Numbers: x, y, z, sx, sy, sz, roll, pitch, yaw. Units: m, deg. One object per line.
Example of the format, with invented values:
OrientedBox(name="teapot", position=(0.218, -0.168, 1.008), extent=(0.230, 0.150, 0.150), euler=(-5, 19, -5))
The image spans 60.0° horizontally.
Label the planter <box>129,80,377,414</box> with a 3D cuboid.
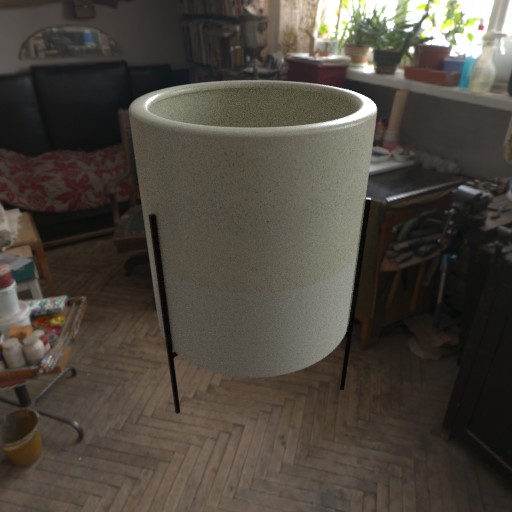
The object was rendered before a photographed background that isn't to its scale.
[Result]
OrientedBox(name="planter", position=(0.000, 0.000, 0.712), extent=(0.333, 0.483, 0.324), euler=(10, 32, 17))
